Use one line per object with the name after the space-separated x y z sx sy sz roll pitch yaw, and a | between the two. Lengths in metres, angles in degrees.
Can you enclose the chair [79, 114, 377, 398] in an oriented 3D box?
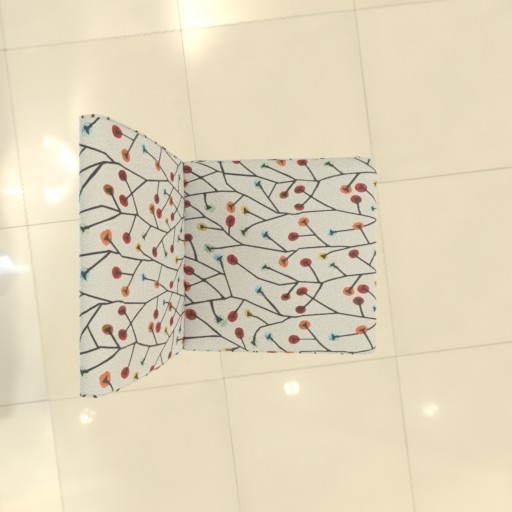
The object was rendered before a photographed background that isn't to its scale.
0.000 0.000 1.288 0.732 0.813 0.597 0 90 -1 | chair
